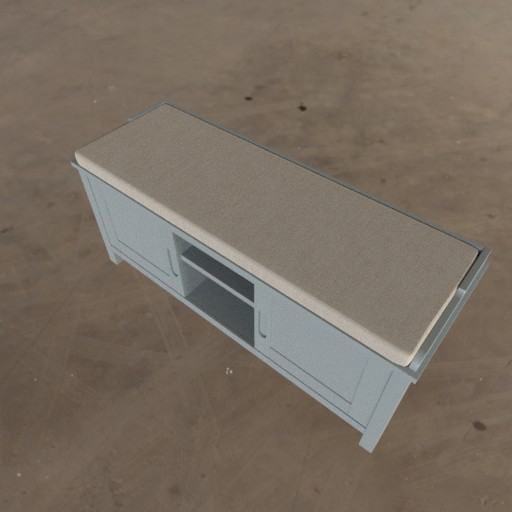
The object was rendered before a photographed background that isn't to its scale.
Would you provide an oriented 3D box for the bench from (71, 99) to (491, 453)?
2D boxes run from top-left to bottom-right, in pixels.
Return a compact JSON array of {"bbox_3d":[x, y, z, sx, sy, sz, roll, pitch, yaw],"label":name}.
[{"bbox_3d":[0.000,0.000,1.364,1.140,0.501,0.398,31,55,25],"label":"bench"}]
